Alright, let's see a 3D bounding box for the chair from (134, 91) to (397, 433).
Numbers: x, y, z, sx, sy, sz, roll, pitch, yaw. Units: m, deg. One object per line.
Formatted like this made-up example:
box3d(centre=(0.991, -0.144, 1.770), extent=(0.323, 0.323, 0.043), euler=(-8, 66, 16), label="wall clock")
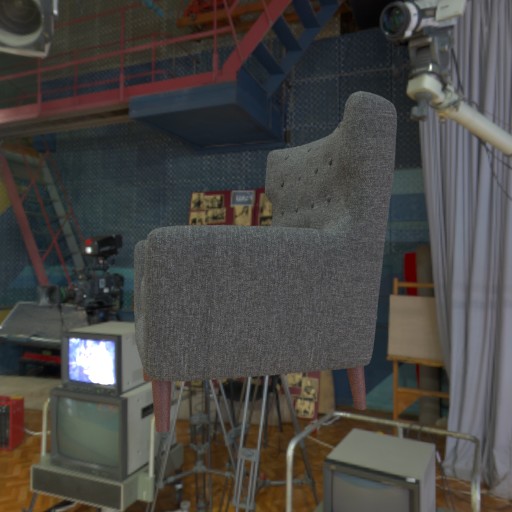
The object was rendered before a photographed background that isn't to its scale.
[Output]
box3d(centre=(0.000, 0.000, 1.747), extent=(0.904, 1.063, 0.878), euler=(0, -1, -18), label="chair")
